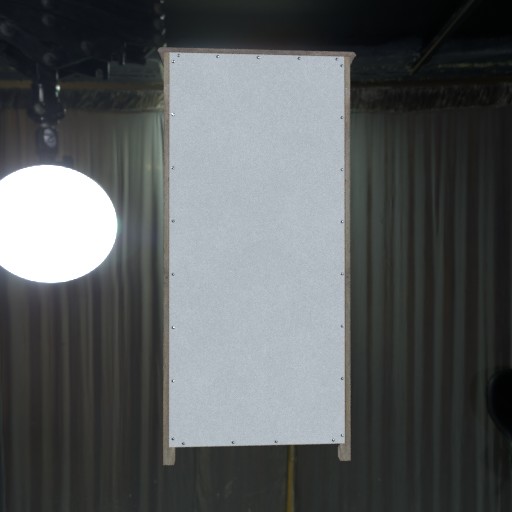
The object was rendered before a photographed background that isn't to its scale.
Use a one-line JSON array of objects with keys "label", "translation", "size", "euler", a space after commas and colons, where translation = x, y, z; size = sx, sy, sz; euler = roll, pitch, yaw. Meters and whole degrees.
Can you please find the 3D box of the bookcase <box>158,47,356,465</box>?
[{"label": "bookcase", "translation": [0.000, 0.000, 2.187], "size": [0.906, 1.880, 0.348], "euler": [0, 0, -3]}]
